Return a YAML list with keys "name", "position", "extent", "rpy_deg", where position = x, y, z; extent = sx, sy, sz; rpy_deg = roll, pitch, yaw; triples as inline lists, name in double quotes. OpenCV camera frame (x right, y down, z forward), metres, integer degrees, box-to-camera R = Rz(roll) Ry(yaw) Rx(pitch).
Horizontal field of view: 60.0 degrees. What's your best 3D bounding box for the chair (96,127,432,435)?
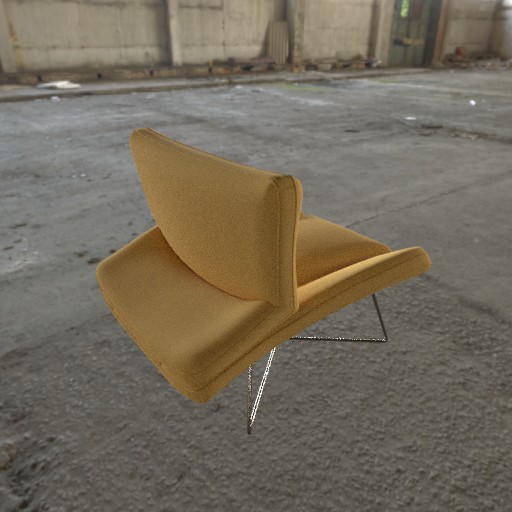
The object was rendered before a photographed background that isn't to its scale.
- name: "chair"
  position: [0.000, 0.000, 1.632]
  extent: [1.008, 0.855, 0.859]
  rpy_deg: [-18, 31, -33]
